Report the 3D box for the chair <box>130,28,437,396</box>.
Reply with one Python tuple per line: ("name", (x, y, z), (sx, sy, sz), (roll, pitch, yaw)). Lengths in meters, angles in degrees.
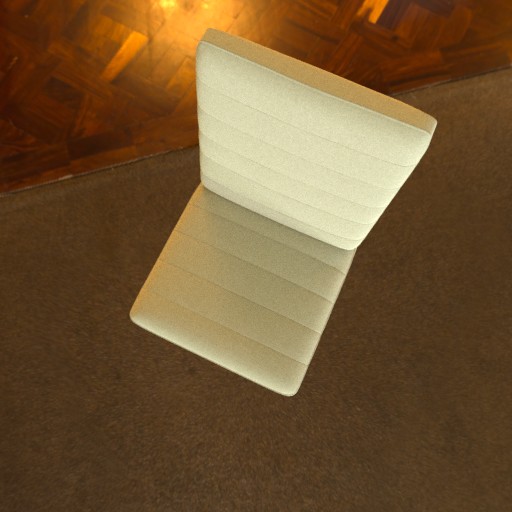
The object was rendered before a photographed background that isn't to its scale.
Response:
("chair", (0.000, 0.000, 1.262), (0.520, 0.930, 0.634), (24, 78, 5))
